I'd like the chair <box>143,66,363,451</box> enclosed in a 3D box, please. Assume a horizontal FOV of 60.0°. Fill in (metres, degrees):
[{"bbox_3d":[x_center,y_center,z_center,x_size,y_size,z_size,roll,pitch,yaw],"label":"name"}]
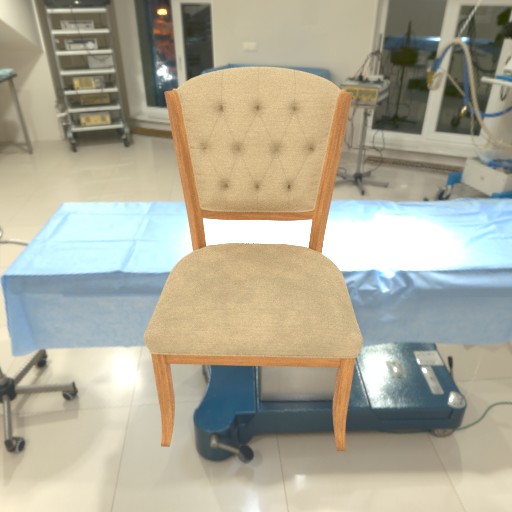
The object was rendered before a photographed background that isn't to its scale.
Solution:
[{"bbox_3d":[0.000,0.000,1.231,0.513,0.905,0.584,1,31,1],"label":"chair"}]
